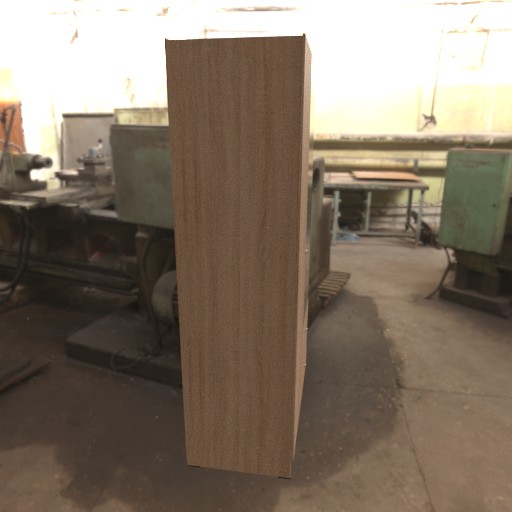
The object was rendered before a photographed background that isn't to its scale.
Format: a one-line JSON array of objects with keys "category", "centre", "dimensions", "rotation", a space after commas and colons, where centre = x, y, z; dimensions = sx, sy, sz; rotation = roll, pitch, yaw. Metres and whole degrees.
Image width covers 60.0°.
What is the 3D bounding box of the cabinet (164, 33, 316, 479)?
[{"category": "cabinet", "centre": [0.000, 0.000, 2.533], "dimensions": [0.590, 2.121, 1.001], "rotation": [3, 17, 9]}]
